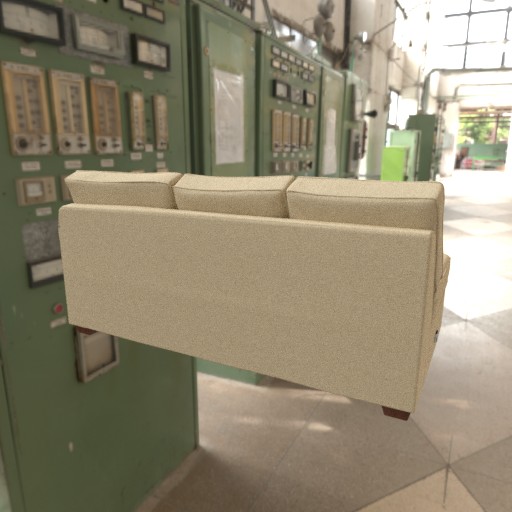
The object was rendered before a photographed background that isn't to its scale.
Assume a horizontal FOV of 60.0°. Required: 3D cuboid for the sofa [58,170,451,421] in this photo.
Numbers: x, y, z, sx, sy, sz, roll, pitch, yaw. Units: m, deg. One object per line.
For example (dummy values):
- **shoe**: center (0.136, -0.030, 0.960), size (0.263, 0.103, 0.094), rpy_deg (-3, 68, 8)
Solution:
- **sofa**: center (0.000, 0.000, 2.481), size (1.963, 0.946, 1.034), rpy_deg (7, 16, 27)
